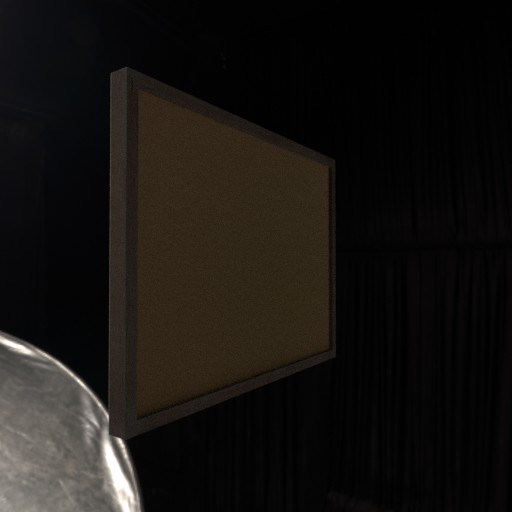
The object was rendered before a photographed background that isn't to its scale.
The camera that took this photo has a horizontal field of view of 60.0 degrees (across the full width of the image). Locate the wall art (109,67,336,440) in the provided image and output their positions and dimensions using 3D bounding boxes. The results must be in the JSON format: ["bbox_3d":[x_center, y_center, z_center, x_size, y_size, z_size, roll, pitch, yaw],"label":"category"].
[{"bbox_3d":[0.000,0.000,1.757,0.070,1.009,1.320,-1,-1,35],"label":"wall art"}]
